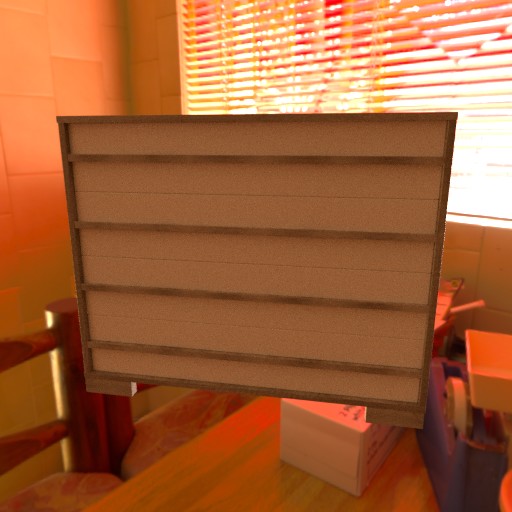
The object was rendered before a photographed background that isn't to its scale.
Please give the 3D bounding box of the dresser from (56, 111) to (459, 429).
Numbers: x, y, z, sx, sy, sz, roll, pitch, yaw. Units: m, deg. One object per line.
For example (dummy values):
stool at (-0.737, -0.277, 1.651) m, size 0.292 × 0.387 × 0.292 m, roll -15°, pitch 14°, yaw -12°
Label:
dresser at (0.000, 0.000, 1.369) m, size 0.994 × 0.816 × 0.404 m, roll 3°, pitch 15°, yaw 10°
